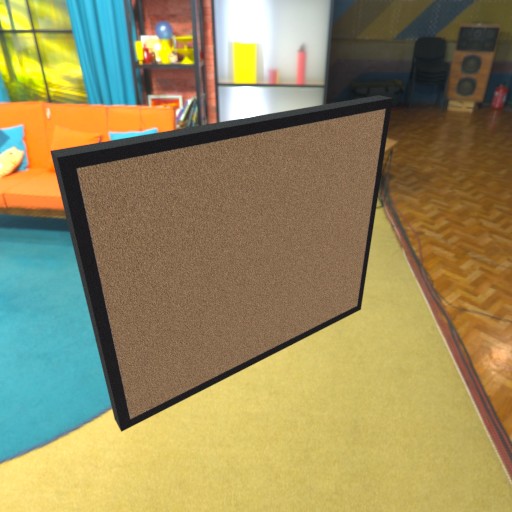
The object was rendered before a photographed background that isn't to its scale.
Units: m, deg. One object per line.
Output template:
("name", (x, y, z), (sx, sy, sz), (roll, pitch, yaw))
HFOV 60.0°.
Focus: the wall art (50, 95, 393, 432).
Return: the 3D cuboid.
("wall art", (0.000, 0.000, 0.748), (0.554, 0.454, 0.030), (-20, 36, -30))
